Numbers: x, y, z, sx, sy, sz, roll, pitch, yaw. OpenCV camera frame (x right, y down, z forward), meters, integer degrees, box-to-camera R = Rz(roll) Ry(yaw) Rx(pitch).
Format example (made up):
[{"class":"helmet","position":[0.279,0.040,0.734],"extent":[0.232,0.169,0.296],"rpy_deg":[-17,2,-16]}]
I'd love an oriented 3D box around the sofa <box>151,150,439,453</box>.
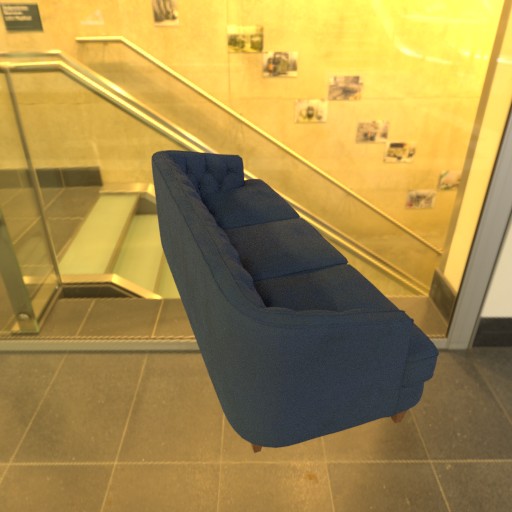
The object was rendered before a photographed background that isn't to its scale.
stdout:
[{"class":"sofa","position":[0.000,0.000,2.718],"extent":[0.941,0.855,2.278],"rpy_deg":[-10,32,-17]}]
